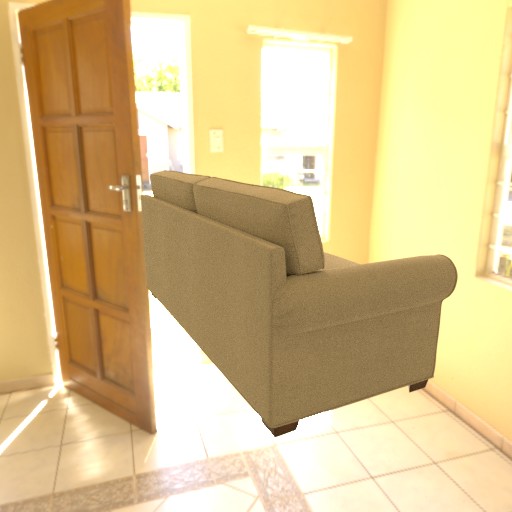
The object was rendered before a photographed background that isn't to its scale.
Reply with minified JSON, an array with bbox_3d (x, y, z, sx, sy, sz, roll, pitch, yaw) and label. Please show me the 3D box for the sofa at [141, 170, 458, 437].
[{"bbox_3d":[0.000,0.000,2.667,0.901,0.962,2.146,-7,16,-26],"label":"sofa"}]
